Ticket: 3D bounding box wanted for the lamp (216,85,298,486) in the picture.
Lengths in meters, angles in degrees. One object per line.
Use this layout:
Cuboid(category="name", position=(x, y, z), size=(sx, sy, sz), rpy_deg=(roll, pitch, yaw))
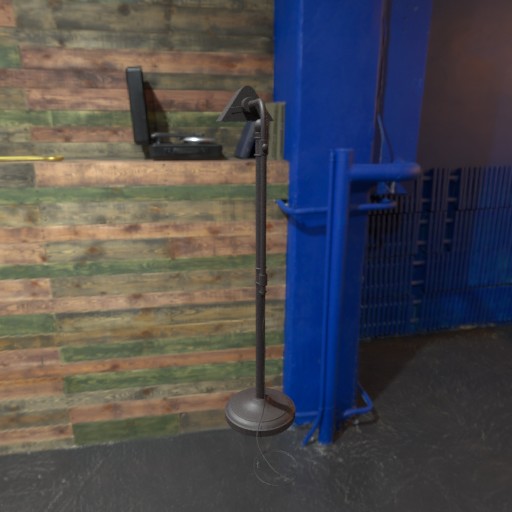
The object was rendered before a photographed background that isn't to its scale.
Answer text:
Cuboid(category="lamp", position=(0.000, 0.000, 0.957), size=(0.159, 0.708, 0.545), rpy_deg=(-3, 17, -9))
